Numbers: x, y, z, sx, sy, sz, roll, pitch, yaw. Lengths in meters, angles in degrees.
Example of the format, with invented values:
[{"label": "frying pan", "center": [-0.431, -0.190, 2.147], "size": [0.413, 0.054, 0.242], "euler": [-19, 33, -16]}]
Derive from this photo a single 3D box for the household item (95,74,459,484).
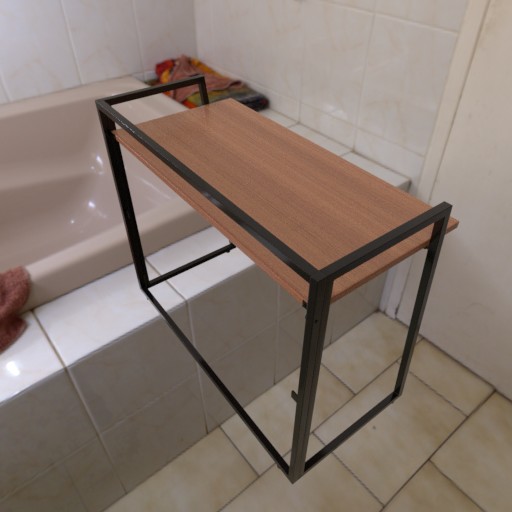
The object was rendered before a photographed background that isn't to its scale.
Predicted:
[{"label": "household item", "center": [0.000, 0.000, 1.497], "size": [0.510, 0.860, 1.050], "euler": [-26, 47, -27]}]
